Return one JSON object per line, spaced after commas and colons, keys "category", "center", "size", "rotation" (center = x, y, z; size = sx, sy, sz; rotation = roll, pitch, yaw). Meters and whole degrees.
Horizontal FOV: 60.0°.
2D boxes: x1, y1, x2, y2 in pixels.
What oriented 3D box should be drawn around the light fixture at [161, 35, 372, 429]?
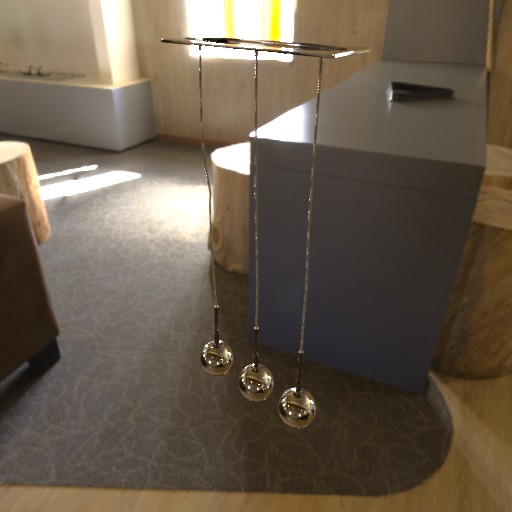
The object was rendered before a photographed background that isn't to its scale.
{"category": "light fixture", "center": [0.000, 0.000, 1.619], "size": [0.623, 1.408, 0.188], "rotation": [23, 38, 33]}
